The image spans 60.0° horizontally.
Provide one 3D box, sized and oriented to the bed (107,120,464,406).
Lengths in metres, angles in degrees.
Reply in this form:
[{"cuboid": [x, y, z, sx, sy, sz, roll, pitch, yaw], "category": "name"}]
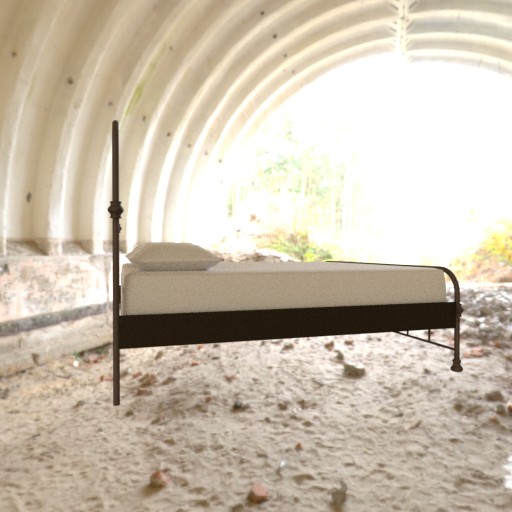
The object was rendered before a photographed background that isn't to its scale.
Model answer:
[{"cuboid": [0.000, 0.000, 3.437, 2.134, 1.446, 2.044, 0, 1, -17], "category": "bed"}]
